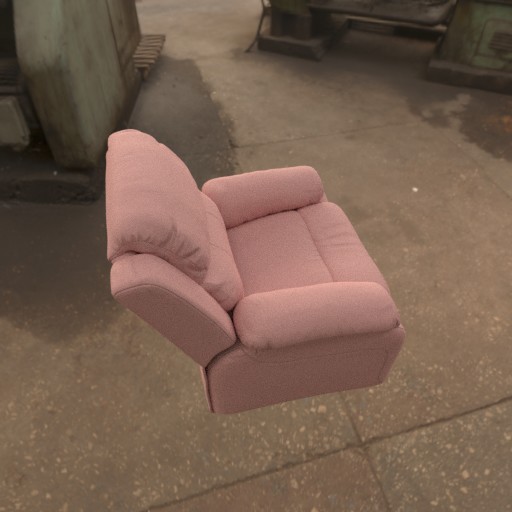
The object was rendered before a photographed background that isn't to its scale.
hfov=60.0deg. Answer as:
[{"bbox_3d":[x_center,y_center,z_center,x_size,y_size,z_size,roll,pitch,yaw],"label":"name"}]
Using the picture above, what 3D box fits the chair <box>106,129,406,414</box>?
[{"bbox_3d":[0.000,0.000,1.267,0.709,0.702,0.680,-10,46,-10],"label":"chair"}]
